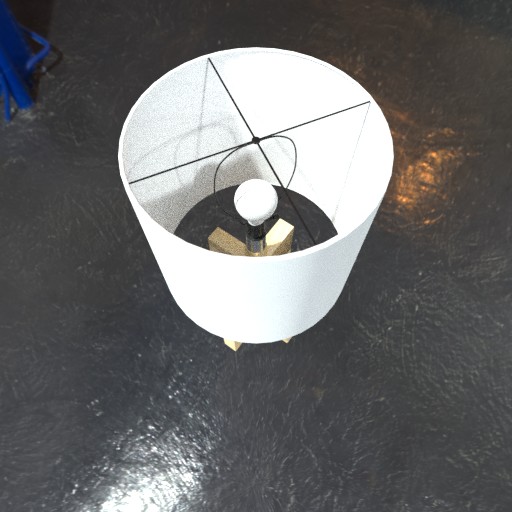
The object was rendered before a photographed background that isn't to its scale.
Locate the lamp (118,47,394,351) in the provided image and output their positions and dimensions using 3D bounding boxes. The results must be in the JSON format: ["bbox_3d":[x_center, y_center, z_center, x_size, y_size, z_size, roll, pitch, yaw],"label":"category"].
[{"bbox_3d":[0.000,0.000,0.560,0.229,0.428,0.229,33,67,16],"label":"lamp"}]
